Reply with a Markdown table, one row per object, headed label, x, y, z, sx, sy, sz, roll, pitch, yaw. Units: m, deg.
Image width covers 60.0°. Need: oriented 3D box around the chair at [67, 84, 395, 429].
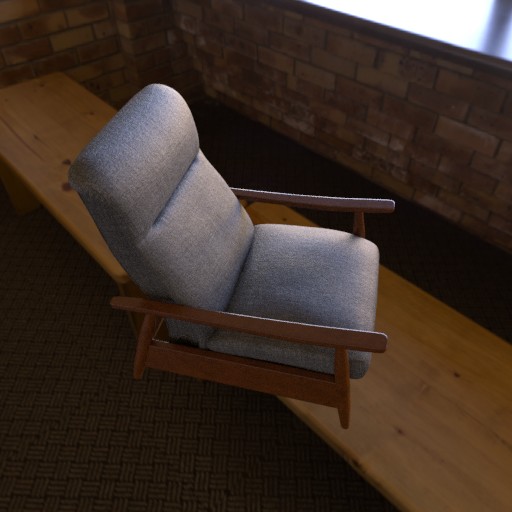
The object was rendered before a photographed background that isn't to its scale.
| label | x | y | z | sx | sy | sz | roll | pitch | yaw |
| --- | --- | --- | --- | --- | --- | --- | --- | --- | --- |
| chair | 0.000 | 0.000 | 1.776 | 1.030 | 1.082 | 0.762 | 10 | 46 | 10 |
